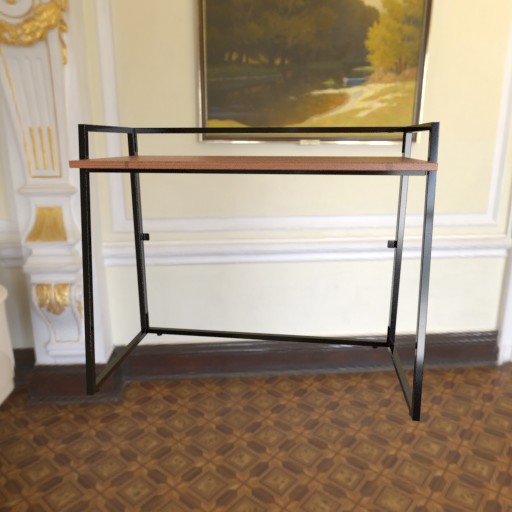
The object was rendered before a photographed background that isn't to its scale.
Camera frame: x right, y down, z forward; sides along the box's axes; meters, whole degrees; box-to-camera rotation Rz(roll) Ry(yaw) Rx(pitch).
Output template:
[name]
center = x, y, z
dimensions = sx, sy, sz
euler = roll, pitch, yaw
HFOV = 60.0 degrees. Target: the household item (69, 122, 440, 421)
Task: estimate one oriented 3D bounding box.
[household item]
center = 0.000, 0.000, 1.515
dimensions = 1.050, 0.860, 0.510
euler = 2, 15, 7
